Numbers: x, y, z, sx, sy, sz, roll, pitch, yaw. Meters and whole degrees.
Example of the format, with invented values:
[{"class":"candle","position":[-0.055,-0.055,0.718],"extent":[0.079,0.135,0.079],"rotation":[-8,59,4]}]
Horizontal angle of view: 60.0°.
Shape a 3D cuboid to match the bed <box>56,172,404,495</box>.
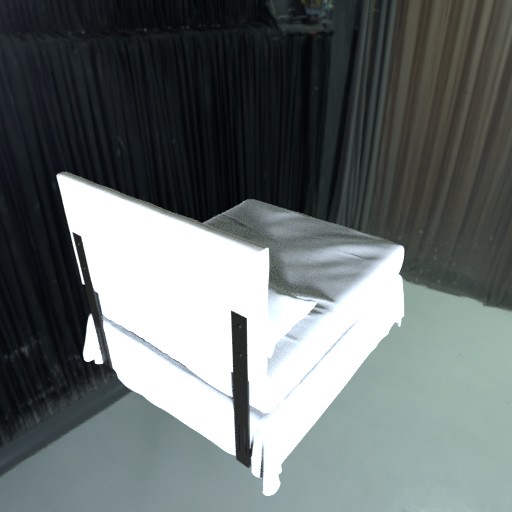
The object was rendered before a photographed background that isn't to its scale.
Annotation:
[{"class":"bed","position":[0.000,0.000,3.454],"extent":[1.936,1.577,2.222],"rotation":[22,37,32]}]
